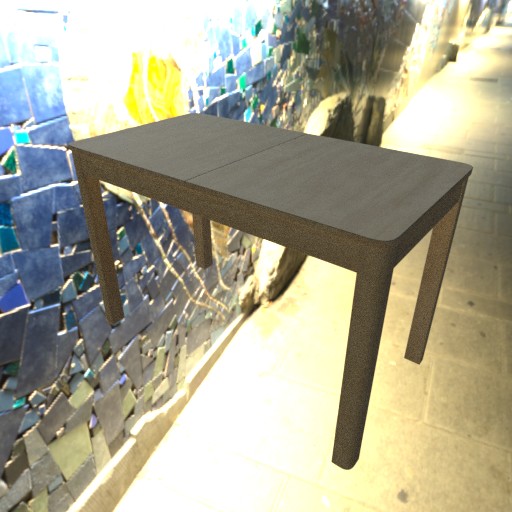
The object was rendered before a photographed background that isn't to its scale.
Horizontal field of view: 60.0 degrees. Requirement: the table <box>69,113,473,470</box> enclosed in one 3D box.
[{"bbox_3d":[0.000,0.000,1.914,1.400,0.900,0.750,21,36,32],"label":"table"}]
